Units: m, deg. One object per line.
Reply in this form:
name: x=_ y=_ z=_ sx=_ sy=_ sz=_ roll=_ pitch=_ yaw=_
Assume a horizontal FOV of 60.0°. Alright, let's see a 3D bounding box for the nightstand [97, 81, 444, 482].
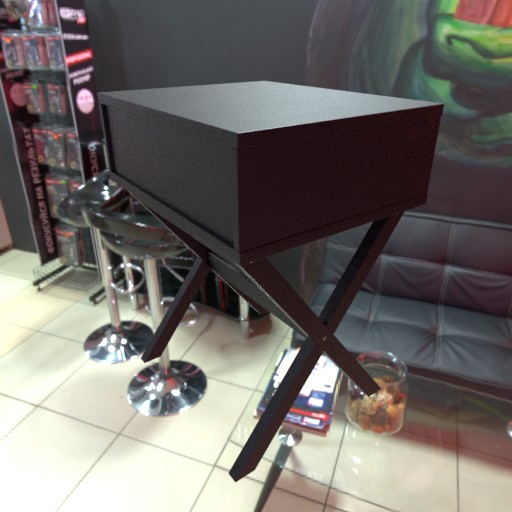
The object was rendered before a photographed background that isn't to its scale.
nightstand: x=0.000 y=0.000 z=0.919 sx=0.402 sy=0.623 sz=0.479 roll=-18 pitch=32 yaw=-32
